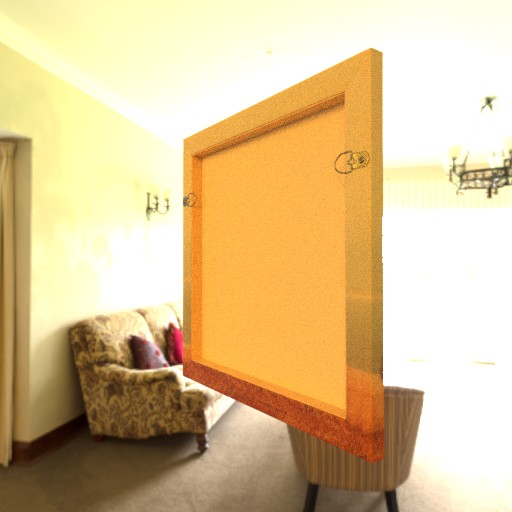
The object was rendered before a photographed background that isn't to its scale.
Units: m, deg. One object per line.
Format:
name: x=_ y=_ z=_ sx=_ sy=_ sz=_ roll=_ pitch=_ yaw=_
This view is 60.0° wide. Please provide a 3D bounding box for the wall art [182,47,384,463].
wall art: x=0.000 y=0.000 z=0.895 sx=0.034 sy=0.605 sz=0.605 roll=0 pitch=-1 yaw=-36
